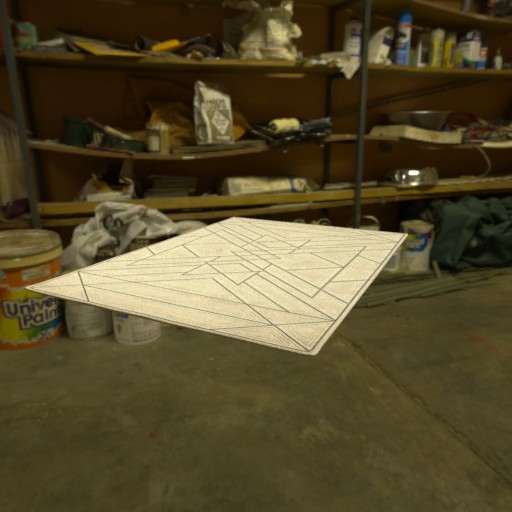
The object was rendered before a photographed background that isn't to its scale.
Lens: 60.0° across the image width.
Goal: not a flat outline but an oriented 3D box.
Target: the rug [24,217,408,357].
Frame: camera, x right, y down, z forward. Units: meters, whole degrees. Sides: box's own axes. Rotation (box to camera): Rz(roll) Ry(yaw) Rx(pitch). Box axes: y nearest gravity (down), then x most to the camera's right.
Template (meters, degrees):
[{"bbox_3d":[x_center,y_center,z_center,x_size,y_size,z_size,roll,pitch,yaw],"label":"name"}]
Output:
[{"bbox_3d":[0.000,0.000,4.430,2.436,0.026,3.381,8,18,26],"label":"rug"}]
